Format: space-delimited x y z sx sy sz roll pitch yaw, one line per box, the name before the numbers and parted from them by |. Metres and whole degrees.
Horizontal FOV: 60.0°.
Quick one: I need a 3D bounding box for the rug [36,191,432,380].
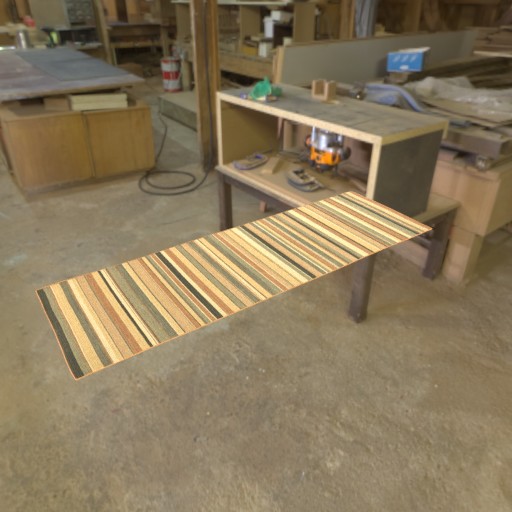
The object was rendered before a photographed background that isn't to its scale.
rug | 0.000 0.000 2.776 2.444 0.010 0.799 -20 37 -29
